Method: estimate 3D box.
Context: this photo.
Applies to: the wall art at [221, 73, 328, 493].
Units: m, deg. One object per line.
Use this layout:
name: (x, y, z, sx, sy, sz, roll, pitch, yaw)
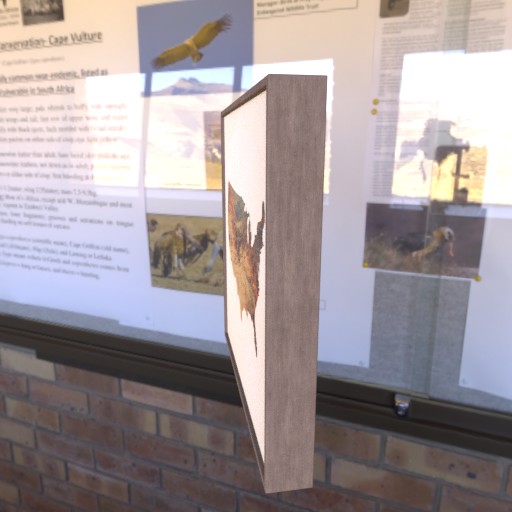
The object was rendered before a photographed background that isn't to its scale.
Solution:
wall art: (0.000, 0.000, 0.452, 0.038, 0.302, 0.303, -2, 14, -10)
